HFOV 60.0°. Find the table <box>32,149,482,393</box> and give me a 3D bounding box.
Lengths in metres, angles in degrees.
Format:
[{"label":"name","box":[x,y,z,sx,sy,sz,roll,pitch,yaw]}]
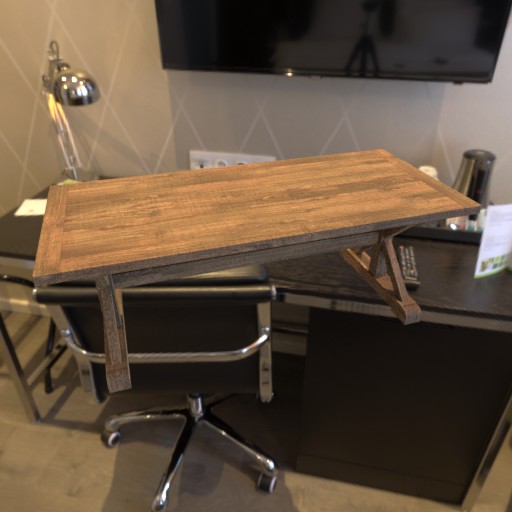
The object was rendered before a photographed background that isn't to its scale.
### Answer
[{"label":"table","box":[0.000,0.000,2.463,2.031,0.733,0.907,-10,33,-15]}]
